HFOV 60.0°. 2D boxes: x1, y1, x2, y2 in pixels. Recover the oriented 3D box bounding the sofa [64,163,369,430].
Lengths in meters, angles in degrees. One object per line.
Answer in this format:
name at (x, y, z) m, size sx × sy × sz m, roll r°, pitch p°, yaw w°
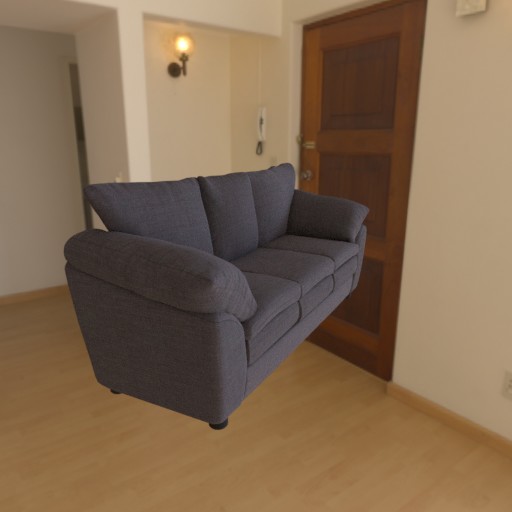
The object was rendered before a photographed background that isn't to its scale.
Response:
sofa at (0.000, 0.000, 2.853) m, size 0.883 × 1.080 × 2.336 m, roll 8°, pitch 17°, yaw 27°
